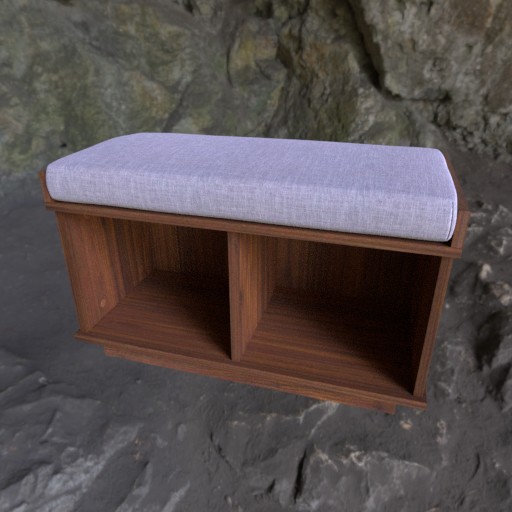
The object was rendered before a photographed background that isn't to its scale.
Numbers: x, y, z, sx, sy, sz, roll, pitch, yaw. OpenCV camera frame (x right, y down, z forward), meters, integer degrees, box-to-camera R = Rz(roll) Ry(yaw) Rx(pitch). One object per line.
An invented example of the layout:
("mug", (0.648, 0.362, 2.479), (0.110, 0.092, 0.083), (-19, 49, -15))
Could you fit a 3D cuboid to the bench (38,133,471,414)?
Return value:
("bench", (0.000, 0.000, 0.956), (0.734, 0.461, 0.362), (7, 27, 14))
